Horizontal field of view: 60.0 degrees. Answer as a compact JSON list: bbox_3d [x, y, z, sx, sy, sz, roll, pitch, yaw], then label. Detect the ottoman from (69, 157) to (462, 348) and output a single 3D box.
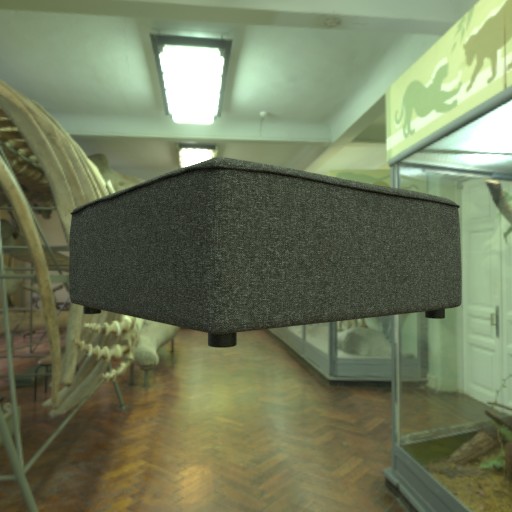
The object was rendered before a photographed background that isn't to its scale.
[{"bbox_3d":[0.000,0.000,1.580,1.021,0.423,1.017,1,-2,-38],"label":"ottoman"}]
